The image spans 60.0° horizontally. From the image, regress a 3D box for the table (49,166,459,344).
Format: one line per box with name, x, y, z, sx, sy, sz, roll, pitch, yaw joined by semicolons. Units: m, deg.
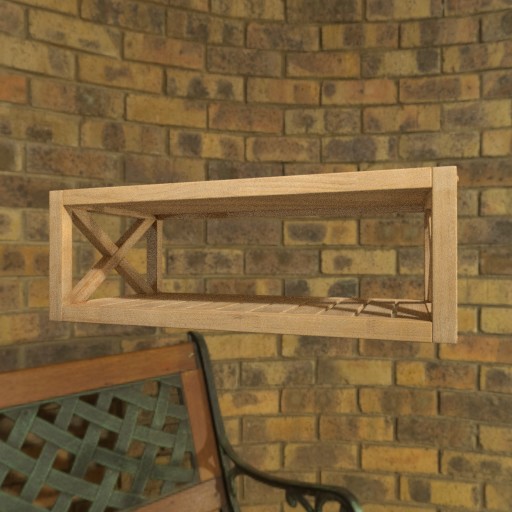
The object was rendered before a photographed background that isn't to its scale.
table;0.000;0.000;1.652;1.321;0.457;0.660;0;0;19
